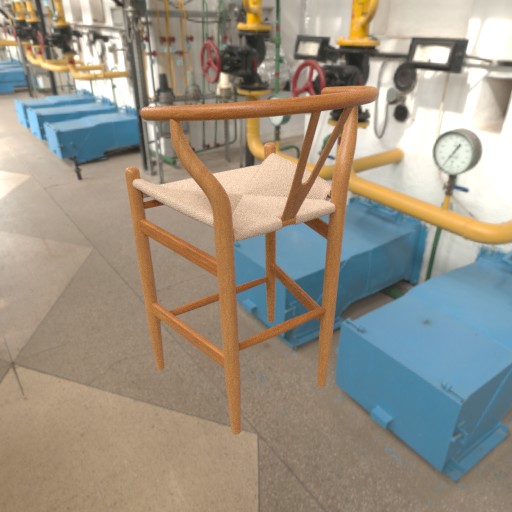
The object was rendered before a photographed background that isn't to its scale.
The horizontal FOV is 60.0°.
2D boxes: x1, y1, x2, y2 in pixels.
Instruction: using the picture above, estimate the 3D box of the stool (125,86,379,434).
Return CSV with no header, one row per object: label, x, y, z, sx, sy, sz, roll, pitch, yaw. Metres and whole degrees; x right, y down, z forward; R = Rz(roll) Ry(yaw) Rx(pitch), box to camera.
stool,0.000,0.000,1.302,0.569,0.970,0.579,-18,33,-30
